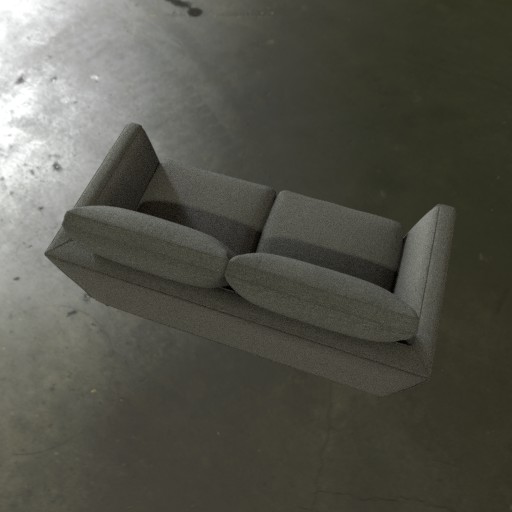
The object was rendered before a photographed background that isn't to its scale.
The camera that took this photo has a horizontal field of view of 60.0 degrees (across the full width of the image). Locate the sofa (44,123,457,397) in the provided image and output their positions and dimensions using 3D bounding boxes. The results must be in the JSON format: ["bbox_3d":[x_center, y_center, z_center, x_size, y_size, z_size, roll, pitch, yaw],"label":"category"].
[{"bbox_3d":[0.000,0.000,2.076,1.594,0.924,0.803,17,63,9],"label":"sofa"}]
